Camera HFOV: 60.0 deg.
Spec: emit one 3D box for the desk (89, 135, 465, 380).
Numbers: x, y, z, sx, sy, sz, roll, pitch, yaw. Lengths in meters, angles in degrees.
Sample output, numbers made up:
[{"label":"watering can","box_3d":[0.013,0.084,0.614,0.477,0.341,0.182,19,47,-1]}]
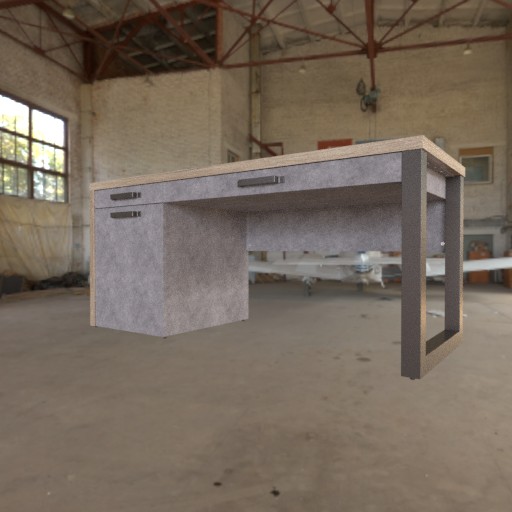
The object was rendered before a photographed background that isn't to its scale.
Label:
[{"label":"desk","box_3d":[0.000,0.000,2.108,1.700,0.760,0.690,1,1,35]}]
